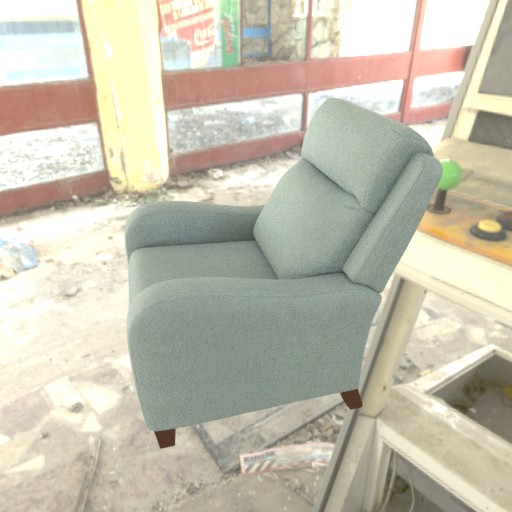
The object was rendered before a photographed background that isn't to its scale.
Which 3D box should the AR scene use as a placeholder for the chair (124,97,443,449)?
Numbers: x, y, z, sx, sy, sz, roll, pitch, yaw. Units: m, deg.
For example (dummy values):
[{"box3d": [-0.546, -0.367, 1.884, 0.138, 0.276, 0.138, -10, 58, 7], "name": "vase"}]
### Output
[{"box3d": [0.000, 0.000, 1.708, 0.988, 1.067, 0.785, -7, 30, -13], "name": "chair"}]
